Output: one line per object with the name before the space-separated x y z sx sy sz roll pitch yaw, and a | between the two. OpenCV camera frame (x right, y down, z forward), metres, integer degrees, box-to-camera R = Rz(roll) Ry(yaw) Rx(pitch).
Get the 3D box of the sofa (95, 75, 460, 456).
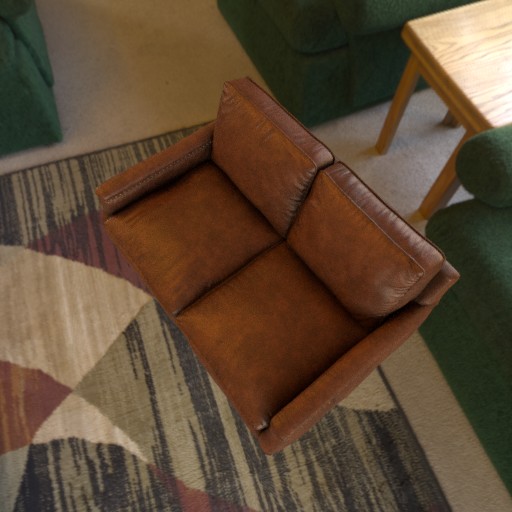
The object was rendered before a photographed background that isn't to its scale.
sofa | 0.000 0.000 2.323 1.083 1.003 1.628 -35 69 -16
